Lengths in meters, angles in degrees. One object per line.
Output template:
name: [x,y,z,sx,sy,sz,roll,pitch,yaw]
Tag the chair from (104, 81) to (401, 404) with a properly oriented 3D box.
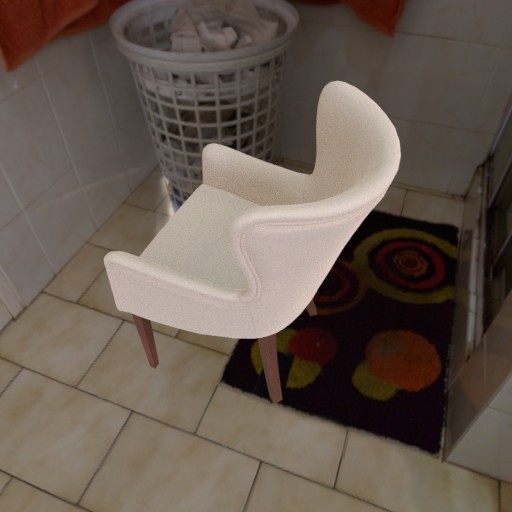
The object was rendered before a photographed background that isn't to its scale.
chair: [0.000,0.000,1.499,0.744,0.990,0.696,17,49,16]
